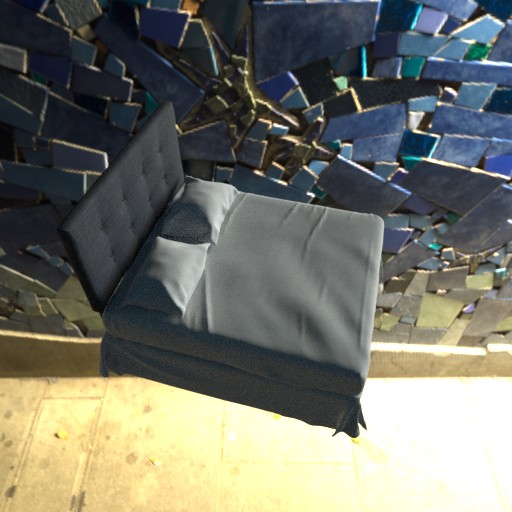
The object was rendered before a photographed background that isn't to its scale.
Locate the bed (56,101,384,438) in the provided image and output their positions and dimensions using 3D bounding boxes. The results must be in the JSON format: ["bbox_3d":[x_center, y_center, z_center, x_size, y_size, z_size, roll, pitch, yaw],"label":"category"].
[{"bbox_3d":[0.000,0.000,3.563,2.222,1.577,1.936,11,48,10],"label":"bed"}]
